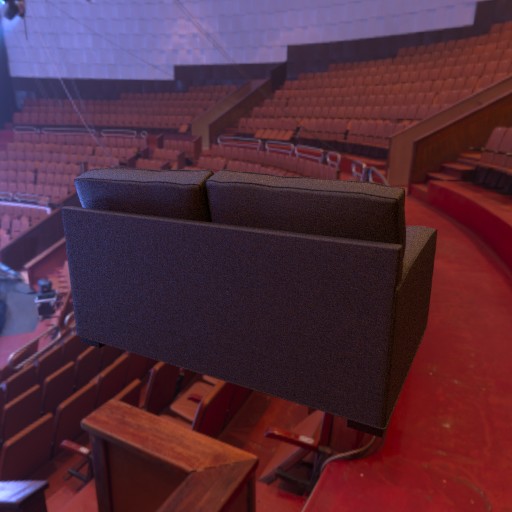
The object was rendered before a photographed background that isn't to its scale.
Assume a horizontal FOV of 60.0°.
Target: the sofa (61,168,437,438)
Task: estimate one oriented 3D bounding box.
[{"bbox_3d":[0.000,0.000,2.166,1.534,0.887,0.974,9,18,27],"label":"sofa"}]
